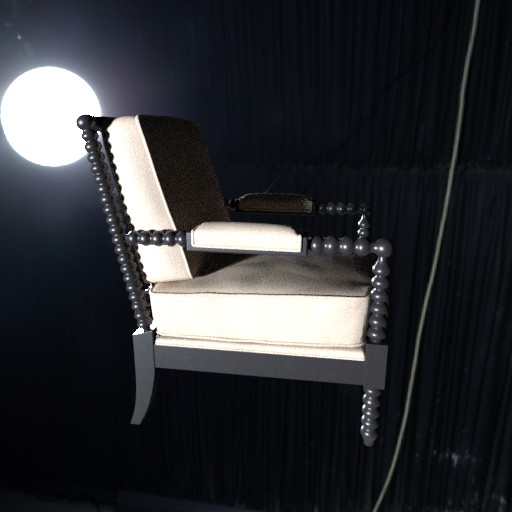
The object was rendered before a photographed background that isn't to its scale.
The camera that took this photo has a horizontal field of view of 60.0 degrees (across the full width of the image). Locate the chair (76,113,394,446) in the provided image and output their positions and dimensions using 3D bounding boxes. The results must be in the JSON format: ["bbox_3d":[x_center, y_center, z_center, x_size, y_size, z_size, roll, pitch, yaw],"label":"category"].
[{"bbox_3d":[0.000,0.000,1.165,0.657,0.703,0.555,2,15,9],"label":"chair"}]
